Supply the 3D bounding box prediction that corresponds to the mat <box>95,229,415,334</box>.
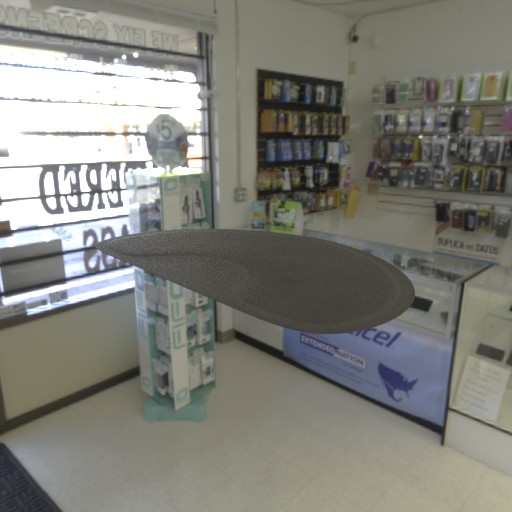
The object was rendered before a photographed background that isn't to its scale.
[{"bbox_3d":[0.000,0.000,1.901,0.913,0.013,1.524,-14,20,-41],"label":"mat"}]
